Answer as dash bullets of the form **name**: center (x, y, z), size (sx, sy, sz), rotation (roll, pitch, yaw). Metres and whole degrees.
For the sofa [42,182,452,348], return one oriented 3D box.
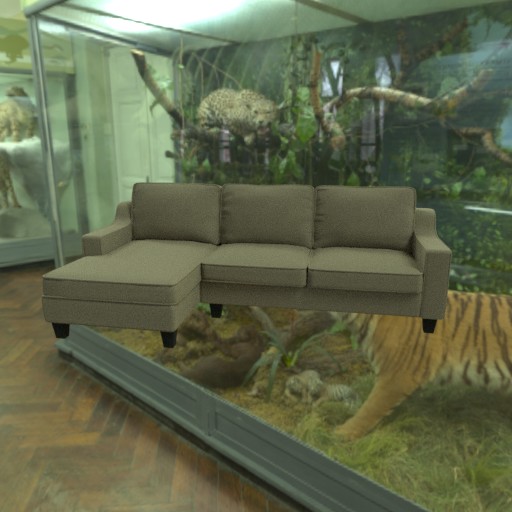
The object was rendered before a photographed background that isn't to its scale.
- **sofa**: center (0.000, 0.000, 3.153), size (2.561, 0.928, 1.294), rotation (3, 15, 10)
